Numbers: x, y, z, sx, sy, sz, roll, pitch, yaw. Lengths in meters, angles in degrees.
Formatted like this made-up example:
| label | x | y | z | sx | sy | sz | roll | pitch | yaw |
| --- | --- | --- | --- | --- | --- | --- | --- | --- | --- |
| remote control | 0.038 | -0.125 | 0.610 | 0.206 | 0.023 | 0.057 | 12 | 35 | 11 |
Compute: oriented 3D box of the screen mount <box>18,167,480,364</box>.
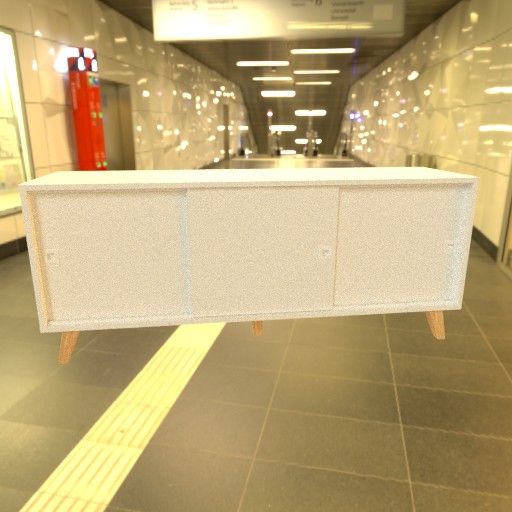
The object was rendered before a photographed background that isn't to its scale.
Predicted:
| label | x | y | z | sx | sy | sz | roll | pitch | yaw |
| --- | --- | --- | --- | --- | --- | --- | --- | --- | --- |
| screen mount | 0.000 | 0.000 | 1.698 | 1.490 | 0.619 | 0.400 | -2 | 17 | -7 |
